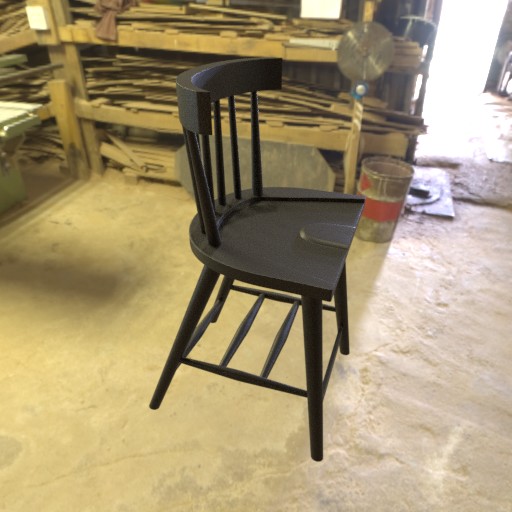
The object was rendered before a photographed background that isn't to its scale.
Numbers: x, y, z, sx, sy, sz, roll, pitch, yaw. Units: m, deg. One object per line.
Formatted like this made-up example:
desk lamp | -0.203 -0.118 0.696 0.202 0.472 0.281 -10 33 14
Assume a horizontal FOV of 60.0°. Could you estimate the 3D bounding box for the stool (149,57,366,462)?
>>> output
stool | 0.000 0.000 1.228 0.549 0.953 0.494 11 33 17
